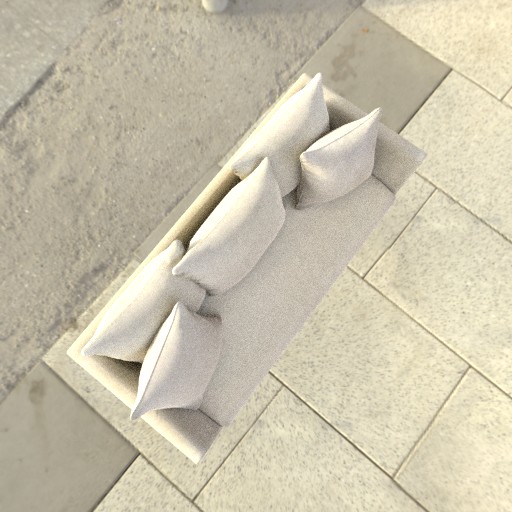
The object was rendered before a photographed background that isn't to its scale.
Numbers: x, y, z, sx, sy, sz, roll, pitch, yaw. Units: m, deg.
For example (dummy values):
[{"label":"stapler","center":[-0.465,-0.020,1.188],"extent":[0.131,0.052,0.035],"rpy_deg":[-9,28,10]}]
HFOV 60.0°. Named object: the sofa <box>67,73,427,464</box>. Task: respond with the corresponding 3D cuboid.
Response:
[{"label":"sofa","center":[0.000,0.000,2.853],"extent":[1.031,1.034,2.290],"rpy_deg":[37,79,8]}]
